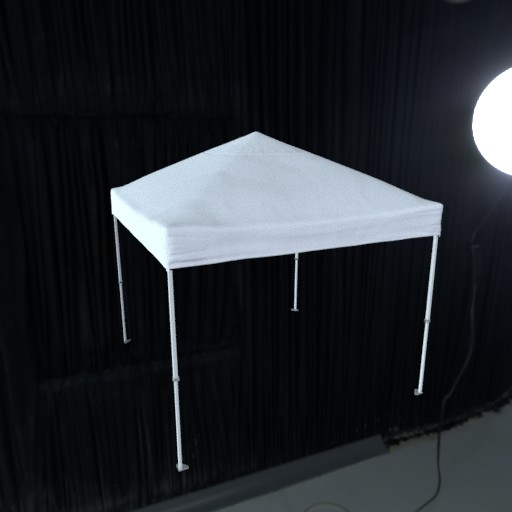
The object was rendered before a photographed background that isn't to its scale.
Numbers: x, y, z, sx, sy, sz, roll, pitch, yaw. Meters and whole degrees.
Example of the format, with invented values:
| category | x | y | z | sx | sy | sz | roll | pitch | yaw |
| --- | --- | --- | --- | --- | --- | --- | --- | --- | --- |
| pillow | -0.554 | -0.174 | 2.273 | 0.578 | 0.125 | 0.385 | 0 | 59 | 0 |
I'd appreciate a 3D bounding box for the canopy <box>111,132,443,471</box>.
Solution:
| category | x | y | z | sx | sy | sz | roll | pitch | yaw |
| --- | --- | --- | --- | --- | --- | --- | --- | --- | --- |
| canopy | 0.000 | 0.000 | 5.548 | 2.998 | 2.997 | 2.996 | -7 | 17 | -24 |
